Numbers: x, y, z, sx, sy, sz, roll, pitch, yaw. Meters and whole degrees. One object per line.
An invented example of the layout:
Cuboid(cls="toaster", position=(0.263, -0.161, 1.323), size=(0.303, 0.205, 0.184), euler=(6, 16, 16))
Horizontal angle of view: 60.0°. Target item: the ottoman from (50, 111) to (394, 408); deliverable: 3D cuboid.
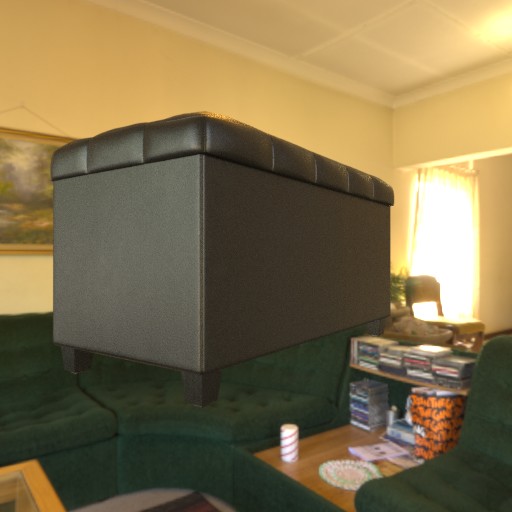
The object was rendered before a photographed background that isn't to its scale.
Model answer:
Cuboid(cls="ottoman", position=(0.000, 0.000, 1.093), size=(0.432, 0.470, 0.838), euler=(0, 0, 36))
